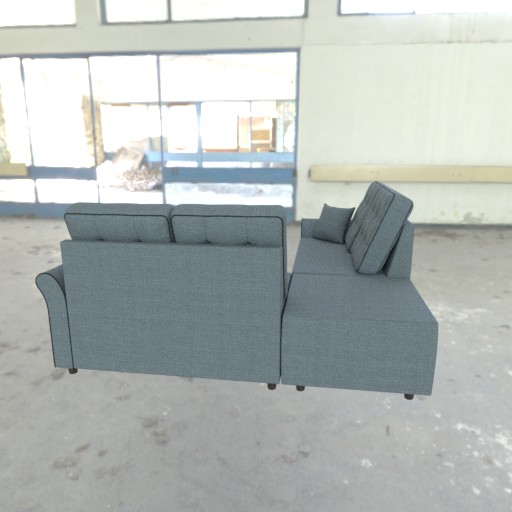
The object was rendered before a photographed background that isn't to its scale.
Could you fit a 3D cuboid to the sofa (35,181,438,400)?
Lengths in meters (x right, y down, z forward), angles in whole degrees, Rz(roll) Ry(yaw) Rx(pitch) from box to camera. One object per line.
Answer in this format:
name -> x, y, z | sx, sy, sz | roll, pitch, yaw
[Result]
sofa -> 0.000, 0.000, 3.221 | 2.070, 0.988, 2.068 | 2, 14, 8
